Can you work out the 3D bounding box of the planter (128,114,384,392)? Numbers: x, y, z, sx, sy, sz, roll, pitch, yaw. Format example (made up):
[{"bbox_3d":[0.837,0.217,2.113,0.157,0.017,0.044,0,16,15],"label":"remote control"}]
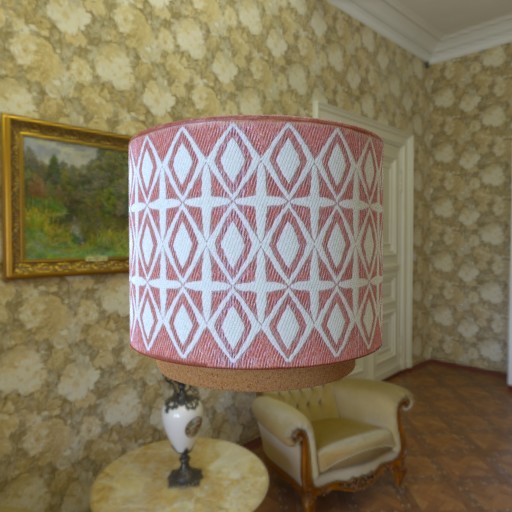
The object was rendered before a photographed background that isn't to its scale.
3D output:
[{"bbox_3d":[0.000,0.000,0.497,0.273,0.237,0.273,0,1,0],"label":"planter"}]
